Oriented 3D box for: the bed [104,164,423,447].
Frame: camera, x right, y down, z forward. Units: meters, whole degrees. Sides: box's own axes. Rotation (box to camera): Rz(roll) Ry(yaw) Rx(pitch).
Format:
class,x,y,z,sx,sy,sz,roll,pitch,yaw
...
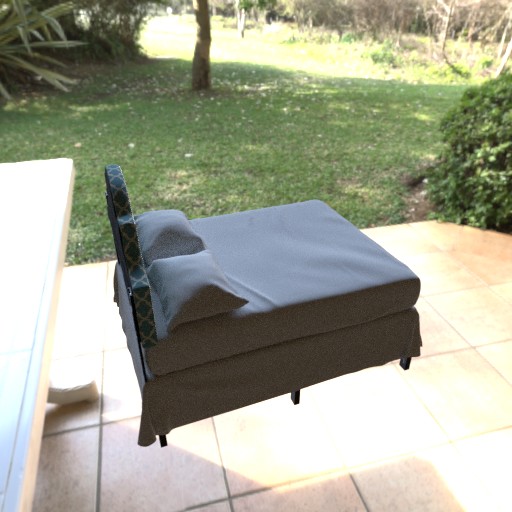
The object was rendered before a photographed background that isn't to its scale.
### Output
class,x,y,z,sx,sy,sz,roll,pitch,yaw
bed,0.000,0.000,3.437,2.222,1.633,1.780,-11,32,-18
